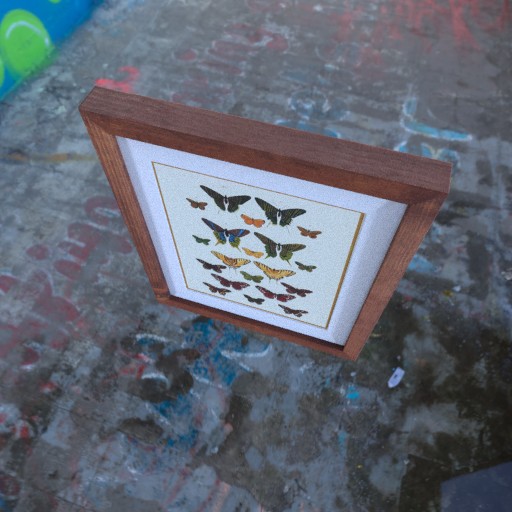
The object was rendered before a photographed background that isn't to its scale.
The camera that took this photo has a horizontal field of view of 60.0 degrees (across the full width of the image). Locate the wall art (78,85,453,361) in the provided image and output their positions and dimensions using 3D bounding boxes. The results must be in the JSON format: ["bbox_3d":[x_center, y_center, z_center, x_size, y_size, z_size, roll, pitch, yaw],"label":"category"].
[{"bbox_3d":[0.000,0.000,0.629,0.377,0.449,0.039,15,59,9],"label":"wall art"}]
